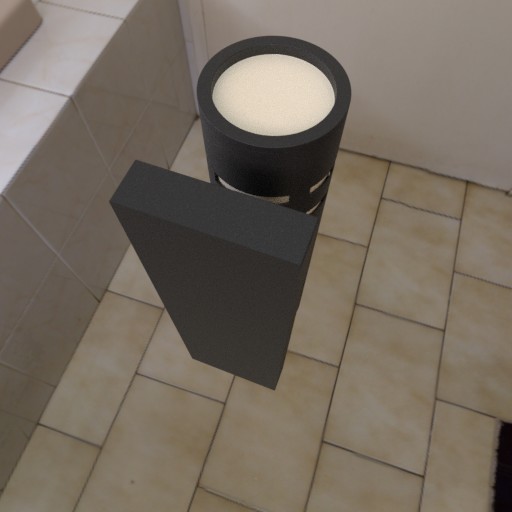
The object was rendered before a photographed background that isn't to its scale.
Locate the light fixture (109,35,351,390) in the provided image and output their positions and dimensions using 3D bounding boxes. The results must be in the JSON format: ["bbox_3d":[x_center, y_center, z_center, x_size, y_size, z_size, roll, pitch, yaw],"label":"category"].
[{"bbox_3d":[0.000,0.000,0.394,0.105,0.330,0.149,19,65,9],"label":"light fixture"}]
